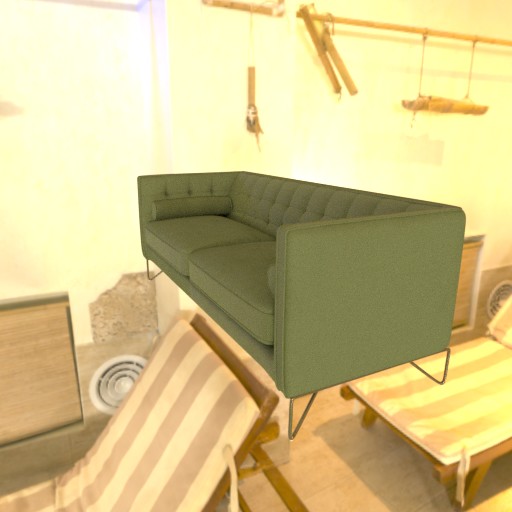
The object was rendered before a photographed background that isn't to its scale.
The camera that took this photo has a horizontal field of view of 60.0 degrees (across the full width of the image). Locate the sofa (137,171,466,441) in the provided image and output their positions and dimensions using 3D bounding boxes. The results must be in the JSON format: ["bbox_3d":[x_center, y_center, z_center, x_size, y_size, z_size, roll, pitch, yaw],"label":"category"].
[{"bbox_3d":[0.000,0.000,2.525,0.867,0.789,2.087,-8,17,-26],"label":"sofa"}]
